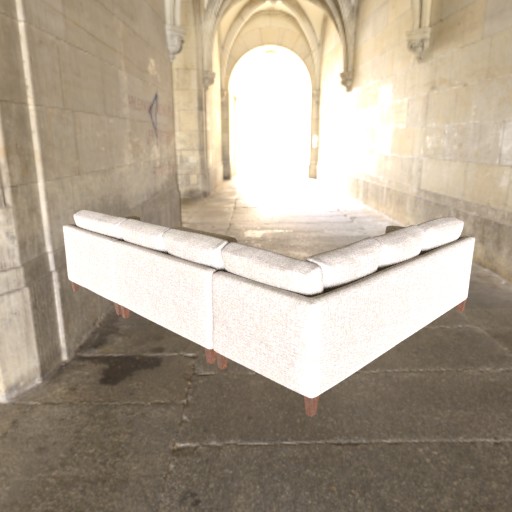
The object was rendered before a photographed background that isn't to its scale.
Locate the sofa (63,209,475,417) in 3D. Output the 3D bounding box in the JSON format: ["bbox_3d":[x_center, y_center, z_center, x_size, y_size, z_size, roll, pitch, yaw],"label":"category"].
[{"bbox_3d":[0.000,0.000,4.597,3.460,0.959,2.593,14,20,43],"label":"sofa"}]
